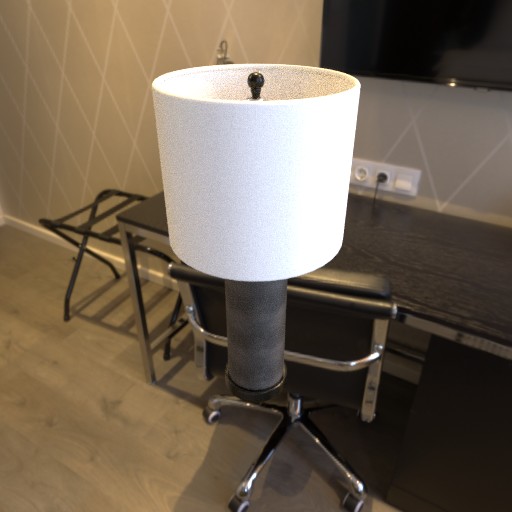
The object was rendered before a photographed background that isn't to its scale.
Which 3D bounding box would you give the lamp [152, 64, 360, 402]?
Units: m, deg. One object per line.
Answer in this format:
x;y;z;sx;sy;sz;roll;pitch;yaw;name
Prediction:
0.000;0.000;0.818;0.305;0.634;0.305;1;31;1;lamp
